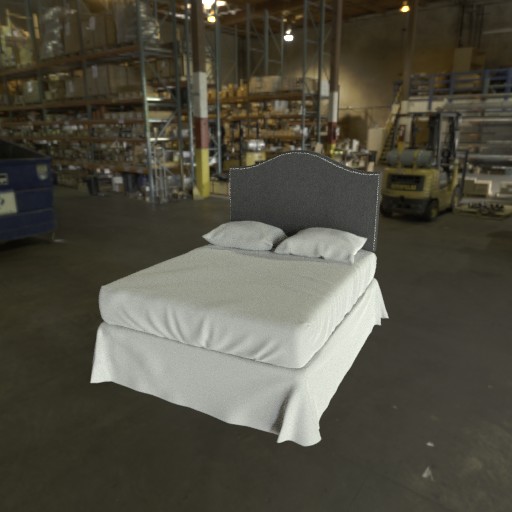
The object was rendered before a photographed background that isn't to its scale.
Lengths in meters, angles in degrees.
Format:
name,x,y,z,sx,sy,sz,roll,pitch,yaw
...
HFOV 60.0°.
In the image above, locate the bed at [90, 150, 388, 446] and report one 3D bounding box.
name,x,y,z,sx,sy,sz,roll,pitch,yaw
bed,0.000,0.000,3.673,1.876,1.645,2.221,8,17,26
